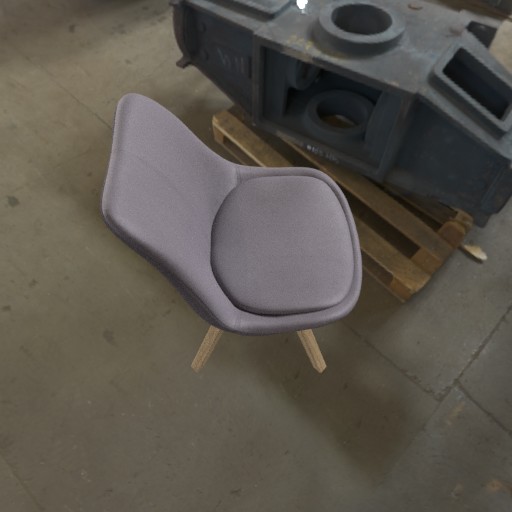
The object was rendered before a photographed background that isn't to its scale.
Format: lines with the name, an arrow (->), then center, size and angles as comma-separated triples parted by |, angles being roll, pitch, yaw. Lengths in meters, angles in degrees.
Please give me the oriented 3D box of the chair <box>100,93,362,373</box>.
chair -> 0.000, 0.000, 1.186 | 0.547, 0.865, 0.483 | -1, 63, -1
